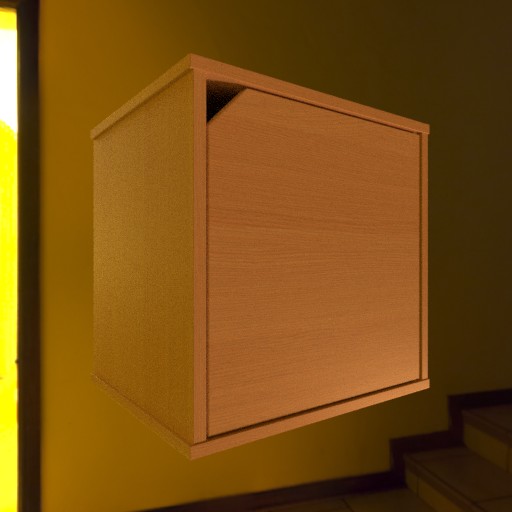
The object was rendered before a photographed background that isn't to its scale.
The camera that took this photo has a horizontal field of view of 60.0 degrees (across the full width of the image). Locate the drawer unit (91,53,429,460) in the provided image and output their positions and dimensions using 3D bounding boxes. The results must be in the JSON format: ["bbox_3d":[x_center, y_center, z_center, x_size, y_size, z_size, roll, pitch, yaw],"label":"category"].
[{"bbox_3d":[0.000,0.000,0.593,0.349,0.344,0.290,0,0,-36],"label":"drawer unit"}]
